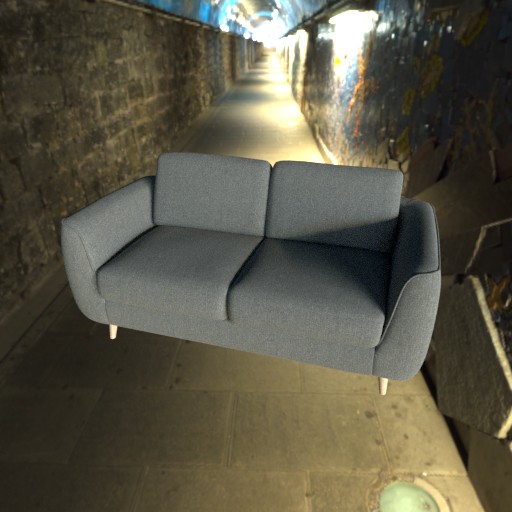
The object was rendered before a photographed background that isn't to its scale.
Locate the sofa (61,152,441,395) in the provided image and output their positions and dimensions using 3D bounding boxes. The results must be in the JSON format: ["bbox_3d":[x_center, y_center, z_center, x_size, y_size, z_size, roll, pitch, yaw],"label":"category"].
[{"bbox_3d":[0.000,0.000,2.248,1.700,0.870,0.920,8,27,16],"label":"sofa"}]
